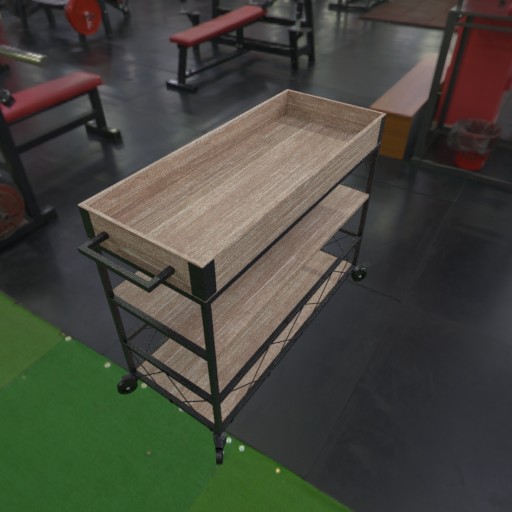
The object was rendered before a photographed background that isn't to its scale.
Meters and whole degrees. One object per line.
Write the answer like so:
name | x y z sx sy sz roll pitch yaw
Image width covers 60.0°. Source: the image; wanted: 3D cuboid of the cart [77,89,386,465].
cart | 0.000 0.000 1.543 0.500 0.787 1.101 25 46 26
